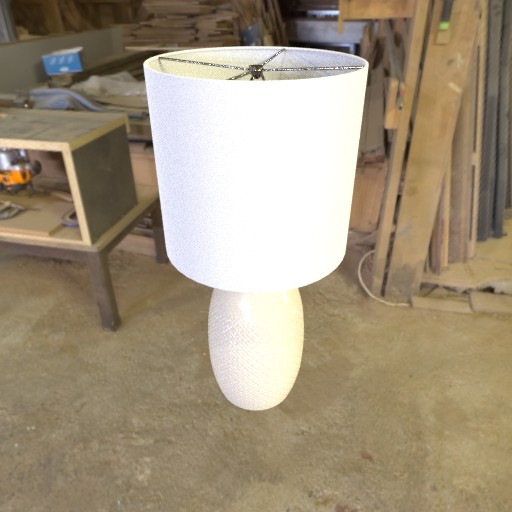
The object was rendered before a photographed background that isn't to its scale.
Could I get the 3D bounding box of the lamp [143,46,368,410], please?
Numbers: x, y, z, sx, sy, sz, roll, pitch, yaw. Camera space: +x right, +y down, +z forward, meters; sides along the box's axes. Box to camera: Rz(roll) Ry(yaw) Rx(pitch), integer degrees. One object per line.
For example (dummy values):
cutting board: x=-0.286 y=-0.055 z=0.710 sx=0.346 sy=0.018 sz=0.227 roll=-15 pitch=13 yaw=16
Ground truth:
lamp: x=0.000 y=0.000 z=0.555 sx=0.217 sy=0.453 sz=0.217 roll=9 pitch=33 yaw=14
